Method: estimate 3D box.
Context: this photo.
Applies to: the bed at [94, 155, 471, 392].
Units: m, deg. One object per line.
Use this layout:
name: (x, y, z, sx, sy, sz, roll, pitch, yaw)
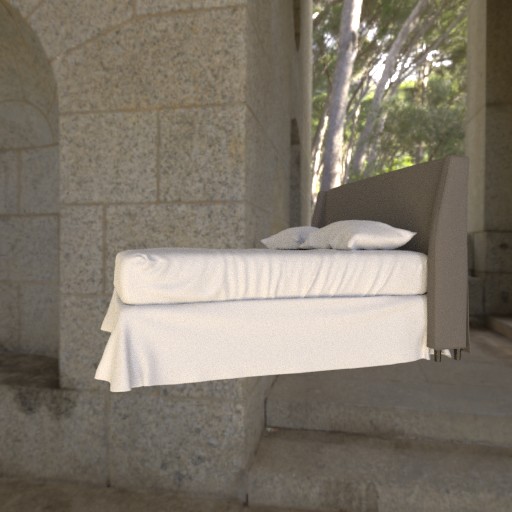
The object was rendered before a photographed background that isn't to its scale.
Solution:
bed: (0.000, 0.000, 3.379, 2.276, 1.332, 1.925, 0, 1, -18)
